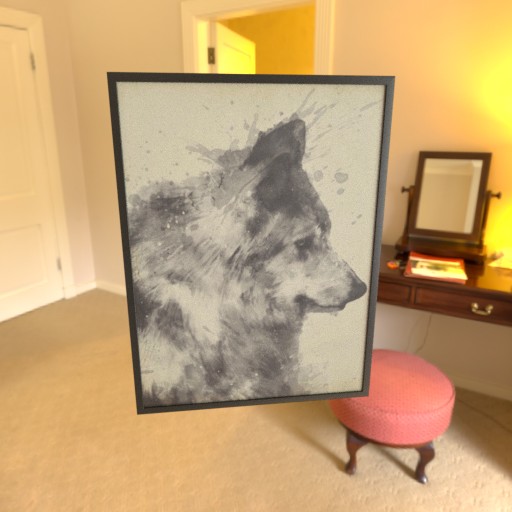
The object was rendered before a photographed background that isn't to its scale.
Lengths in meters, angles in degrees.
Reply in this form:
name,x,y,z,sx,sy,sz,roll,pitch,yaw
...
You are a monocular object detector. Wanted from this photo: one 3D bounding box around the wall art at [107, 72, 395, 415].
name,x,y,z,sx,sy,sz,roll,pitch,yaw
wall art,0.000,0.000,1.394,0.804,1.061,0.039,-2,17,-7
